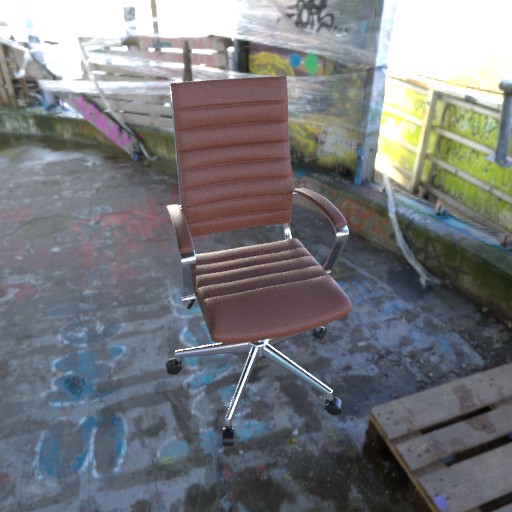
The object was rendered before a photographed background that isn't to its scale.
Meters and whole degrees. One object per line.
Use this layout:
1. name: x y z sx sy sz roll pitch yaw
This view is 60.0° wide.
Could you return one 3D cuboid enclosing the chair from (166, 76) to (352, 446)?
1. chair: 0.000 0.000 1.668 0.766 1.149 0.739 -10 33 -15
